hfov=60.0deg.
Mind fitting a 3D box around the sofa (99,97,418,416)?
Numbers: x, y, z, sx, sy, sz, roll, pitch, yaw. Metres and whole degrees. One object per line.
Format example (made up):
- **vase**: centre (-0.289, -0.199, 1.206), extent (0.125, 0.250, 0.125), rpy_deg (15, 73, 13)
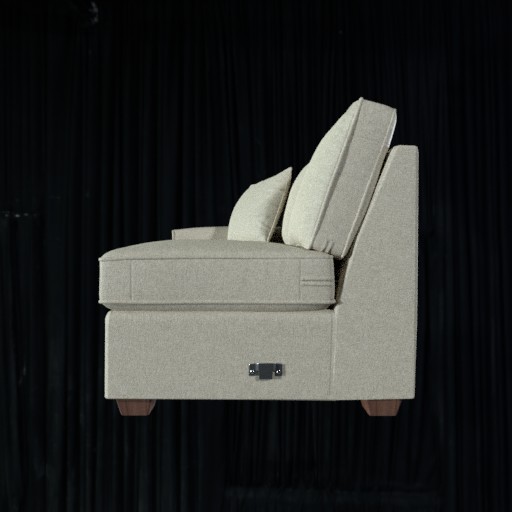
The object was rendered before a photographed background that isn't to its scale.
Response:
- **sofa**: centre (0.000, 0.000, 2.008), extent (0.991, 0.989, 1.388), rpy_deg (0, 0, -1)
